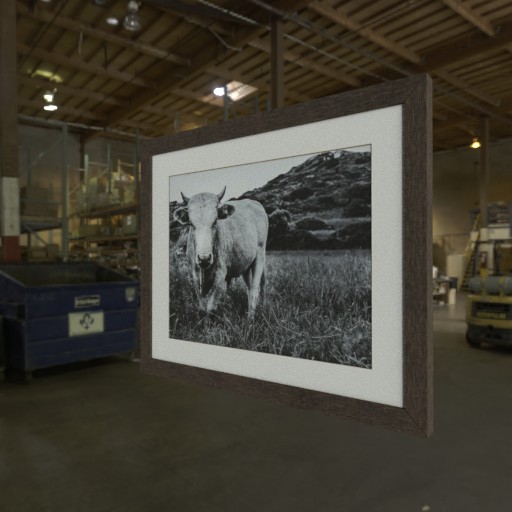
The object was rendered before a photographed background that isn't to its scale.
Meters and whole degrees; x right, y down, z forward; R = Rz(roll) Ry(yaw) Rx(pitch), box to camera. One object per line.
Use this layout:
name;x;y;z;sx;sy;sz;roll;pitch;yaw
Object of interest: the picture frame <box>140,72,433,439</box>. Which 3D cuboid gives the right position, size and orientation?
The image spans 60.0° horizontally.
picture frame;0.000;0.000;0.722;0.546;0.455;0.026;0;0;36
